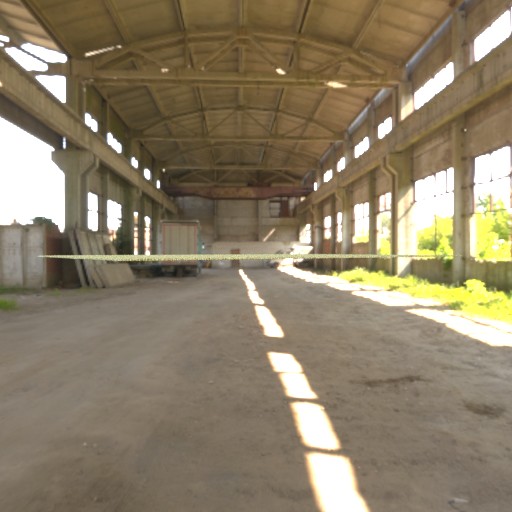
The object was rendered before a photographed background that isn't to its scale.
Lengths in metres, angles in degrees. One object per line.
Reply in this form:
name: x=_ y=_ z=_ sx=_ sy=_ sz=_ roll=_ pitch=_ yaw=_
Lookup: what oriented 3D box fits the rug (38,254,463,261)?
rug: x=0.000 y=0.000 z=2.172 sx=1.747 sy=0.006 sz=1.143 roll=0 pitch=1 yaw=-36
